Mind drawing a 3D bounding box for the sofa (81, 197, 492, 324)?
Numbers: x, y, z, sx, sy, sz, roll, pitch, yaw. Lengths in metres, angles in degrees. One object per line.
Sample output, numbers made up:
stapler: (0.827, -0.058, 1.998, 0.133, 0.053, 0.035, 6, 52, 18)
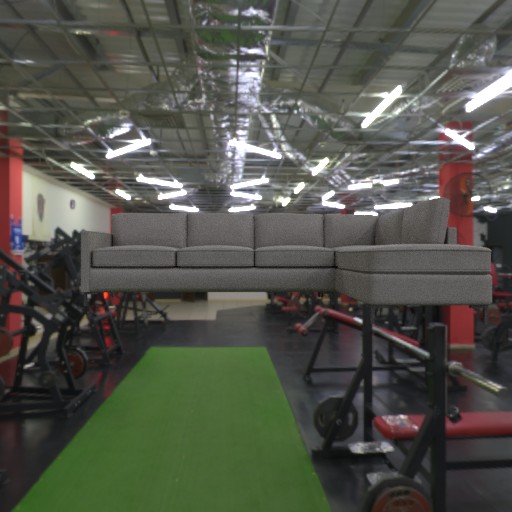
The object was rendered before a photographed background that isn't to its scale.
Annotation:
sofa: (0.000, 0.000, 4.121, 3.331, 0.964, 2.077, 0, 0, -1)
